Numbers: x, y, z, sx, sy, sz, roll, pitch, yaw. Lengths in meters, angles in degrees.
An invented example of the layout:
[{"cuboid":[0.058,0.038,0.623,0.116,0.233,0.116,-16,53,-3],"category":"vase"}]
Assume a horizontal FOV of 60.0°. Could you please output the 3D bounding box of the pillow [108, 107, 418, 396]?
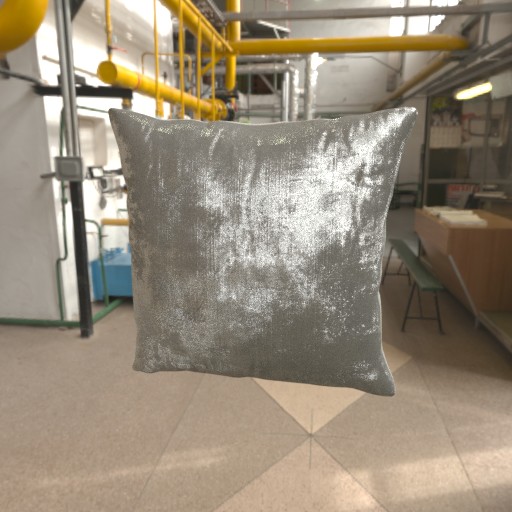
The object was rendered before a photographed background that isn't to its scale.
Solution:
[{"cuboid":[0.000,0.000,0.722,0.470,0.464,0.175,2,14,9],"category":"pillow"}]
